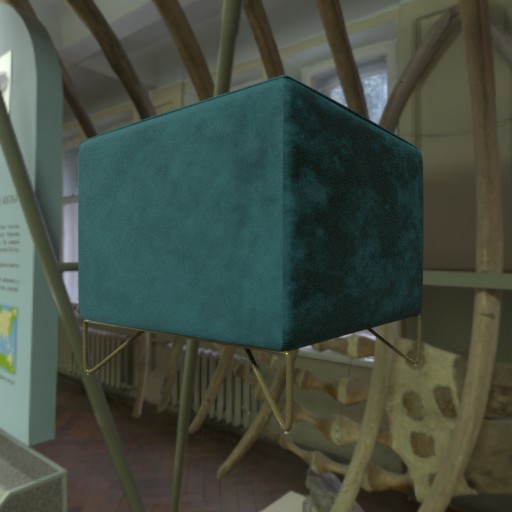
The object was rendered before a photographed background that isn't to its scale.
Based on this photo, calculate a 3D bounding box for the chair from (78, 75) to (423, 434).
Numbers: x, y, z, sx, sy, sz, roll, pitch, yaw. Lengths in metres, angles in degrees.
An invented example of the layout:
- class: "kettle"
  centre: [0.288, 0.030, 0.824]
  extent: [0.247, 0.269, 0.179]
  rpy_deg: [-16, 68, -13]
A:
- class: "chair"
  centre: [0.000, 0.000, 1.552]
  extent: [0.894, 0.790, 0.880]
  rpy_deg: [0, -1, 39]
